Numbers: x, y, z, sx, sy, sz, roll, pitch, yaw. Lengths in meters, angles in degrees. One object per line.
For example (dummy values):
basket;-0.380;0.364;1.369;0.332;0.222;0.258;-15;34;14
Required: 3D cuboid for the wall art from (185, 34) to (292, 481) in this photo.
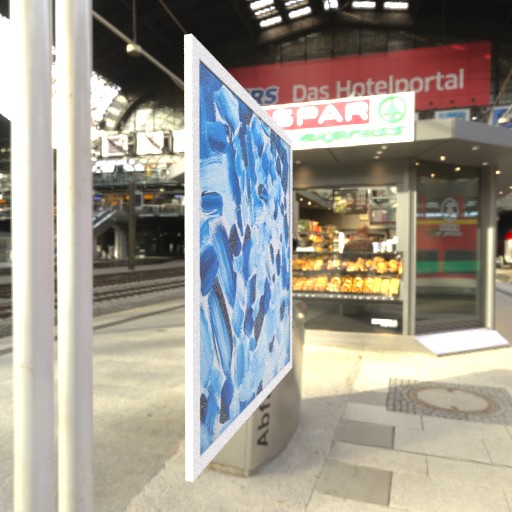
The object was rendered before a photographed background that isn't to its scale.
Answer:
wall art;0.000;0.000;1.193;0.015;0.812;0.812;0;1;18
